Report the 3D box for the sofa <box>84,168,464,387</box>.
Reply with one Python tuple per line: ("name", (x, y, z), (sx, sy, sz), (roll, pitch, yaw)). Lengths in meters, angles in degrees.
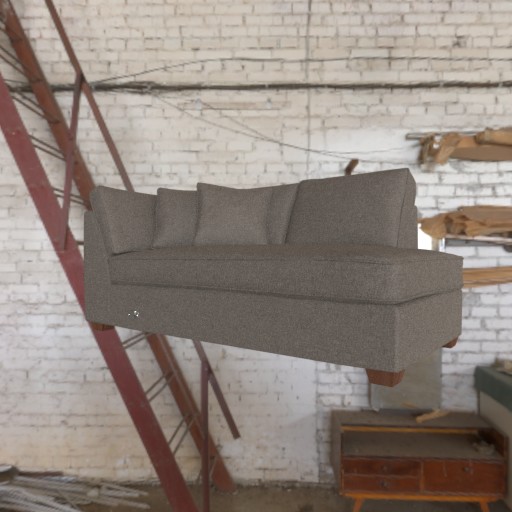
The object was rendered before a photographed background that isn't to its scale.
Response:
("sofa", (0.000, 0.000, 2.802), (2.237, 1.033, 1.110), (0, 1, 37))
